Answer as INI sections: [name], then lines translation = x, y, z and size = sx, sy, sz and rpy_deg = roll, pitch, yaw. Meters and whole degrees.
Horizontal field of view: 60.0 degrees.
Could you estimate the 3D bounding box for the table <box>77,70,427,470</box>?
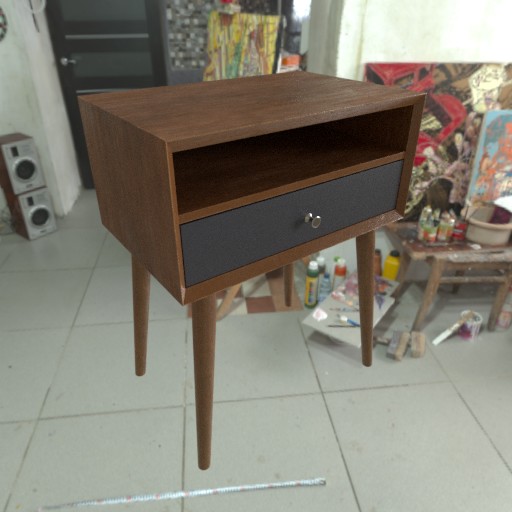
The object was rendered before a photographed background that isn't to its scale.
[table]
translation = 0.000, 0.000, 0.834
size = 0.454, 0.580, 0.307
rpy_deg = -20, 36, -31
